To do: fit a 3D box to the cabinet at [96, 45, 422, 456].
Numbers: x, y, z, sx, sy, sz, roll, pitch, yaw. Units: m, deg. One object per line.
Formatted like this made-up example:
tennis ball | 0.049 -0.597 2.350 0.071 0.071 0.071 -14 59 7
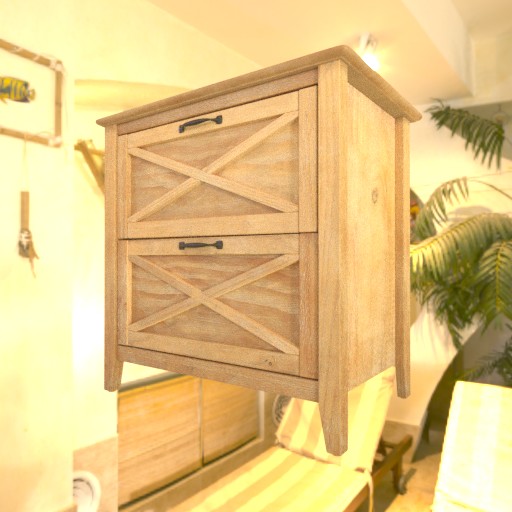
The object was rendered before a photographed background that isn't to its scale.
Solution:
cabinet | 0.000 0.000 1.222 0.763 0.762 0.503 0 -1 36
